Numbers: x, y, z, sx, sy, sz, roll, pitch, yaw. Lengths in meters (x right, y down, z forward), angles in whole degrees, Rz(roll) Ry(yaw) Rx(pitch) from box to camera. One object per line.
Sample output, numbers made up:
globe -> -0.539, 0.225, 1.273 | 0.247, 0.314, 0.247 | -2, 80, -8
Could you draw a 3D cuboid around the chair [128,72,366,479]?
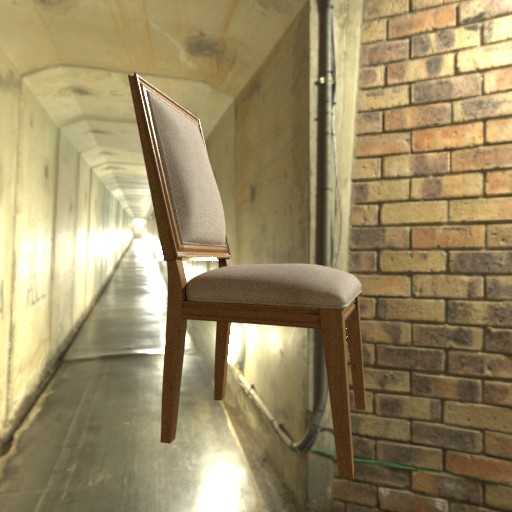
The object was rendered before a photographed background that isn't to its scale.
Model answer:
chair -> 0.000, 0.000, 1.306 | 0.601, 0.988, 0.536 | 0, 0, 17
